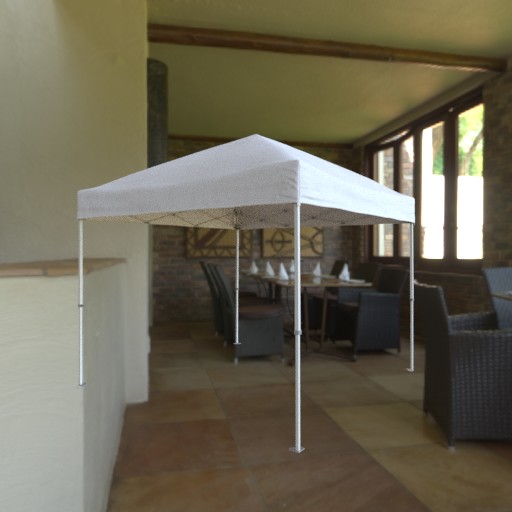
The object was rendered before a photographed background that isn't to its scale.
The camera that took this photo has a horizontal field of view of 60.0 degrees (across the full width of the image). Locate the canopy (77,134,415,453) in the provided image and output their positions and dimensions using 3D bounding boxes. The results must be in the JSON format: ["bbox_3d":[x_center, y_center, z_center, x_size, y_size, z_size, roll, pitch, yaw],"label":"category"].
[{"bbox_3d":[0.000,0.000,5.465,2.996,2.997,2.998,0,1,36],"label":"canopy"}]
